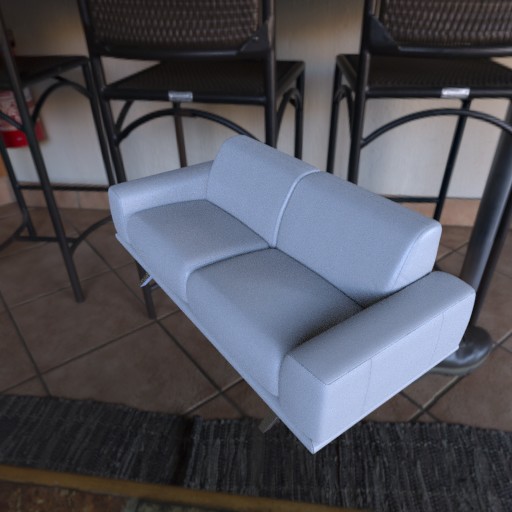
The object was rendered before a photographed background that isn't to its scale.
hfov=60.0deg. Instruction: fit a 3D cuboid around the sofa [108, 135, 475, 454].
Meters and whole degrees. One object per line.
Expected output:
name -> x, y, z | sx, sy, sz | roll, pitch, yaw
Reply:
sofa -> 0.000, 0.000, 2.310 | 0.900, 0.772, 1.901 | -22, 39, -30
